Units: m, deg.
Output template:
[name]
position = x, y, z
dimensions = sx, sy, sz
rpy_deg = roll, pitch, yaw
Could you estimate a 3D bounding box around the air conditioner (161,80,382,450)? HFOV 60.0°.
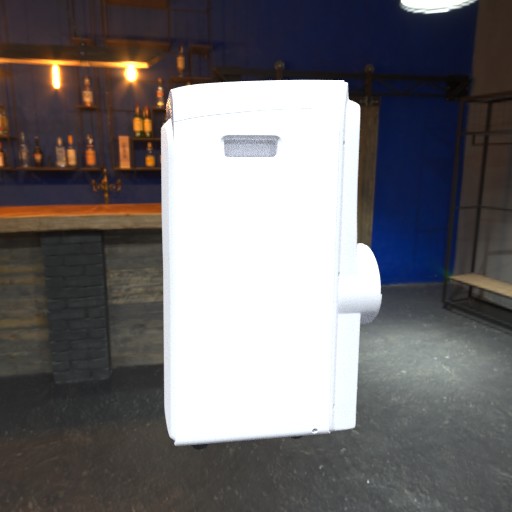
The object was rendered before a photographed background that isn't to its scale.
[air conditioner]
position = 0.000, 0.000, 1.082
dimensions = 0.467, 0.765, 0.478
rpy_deg = -2, 13, -10
